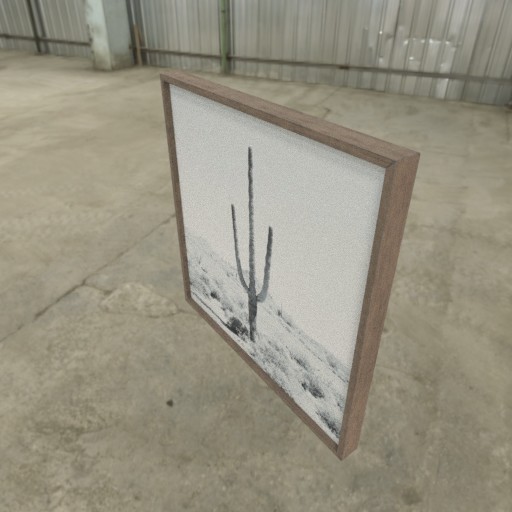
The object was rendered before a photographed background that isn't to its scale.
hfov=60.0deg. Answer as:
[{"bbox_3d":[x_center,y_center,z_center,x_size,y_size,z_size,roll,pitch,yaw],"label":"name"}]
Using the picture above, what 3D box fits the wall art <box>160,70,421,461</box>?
[{"bbox_3d":[0.000,0.000,0.751,0.038,0.508,0.508,-23,40,-30],"label":"wall art"}]
